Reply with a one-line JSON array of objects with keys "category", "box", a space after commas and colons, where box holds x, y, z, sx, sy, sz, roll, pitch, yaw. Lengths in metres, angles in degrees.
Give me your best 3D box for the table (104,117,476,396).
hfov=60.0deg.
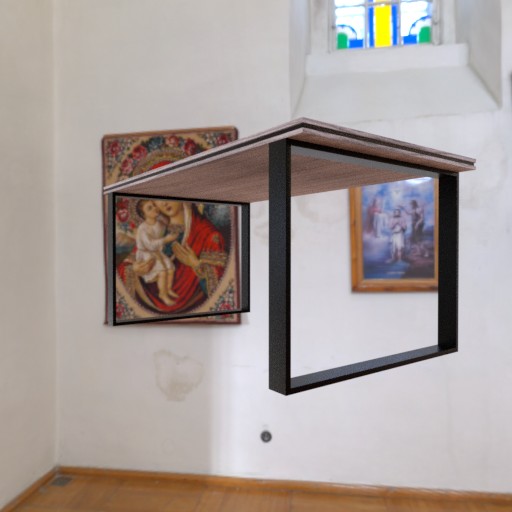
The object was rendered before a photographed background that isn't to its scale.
[{"category": "table", "box": [0.000, 0.000, 2.036, 0.881, 0.736, 1.579, -1, 1, -37]}]
